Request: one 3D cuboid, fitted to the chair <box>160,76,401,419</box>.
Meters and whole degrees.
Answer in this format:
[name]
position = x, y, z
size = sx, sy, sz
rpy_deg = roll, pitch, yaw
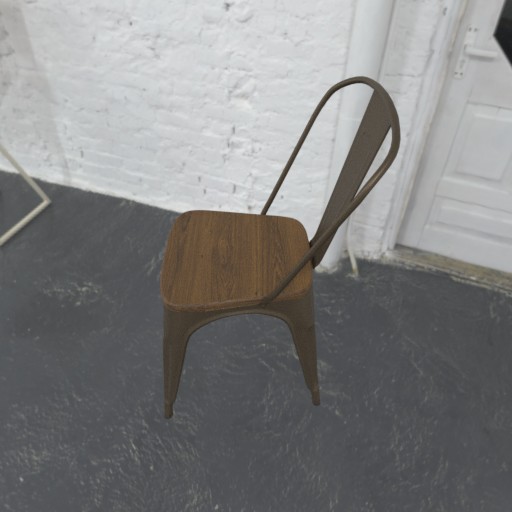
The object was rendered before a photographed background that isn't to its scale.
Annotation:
[chair]
position = 0.000, 0.000, 1.151
size = 0.532, 0.844, 0.451
rpy_deg = 0, 42, 0
